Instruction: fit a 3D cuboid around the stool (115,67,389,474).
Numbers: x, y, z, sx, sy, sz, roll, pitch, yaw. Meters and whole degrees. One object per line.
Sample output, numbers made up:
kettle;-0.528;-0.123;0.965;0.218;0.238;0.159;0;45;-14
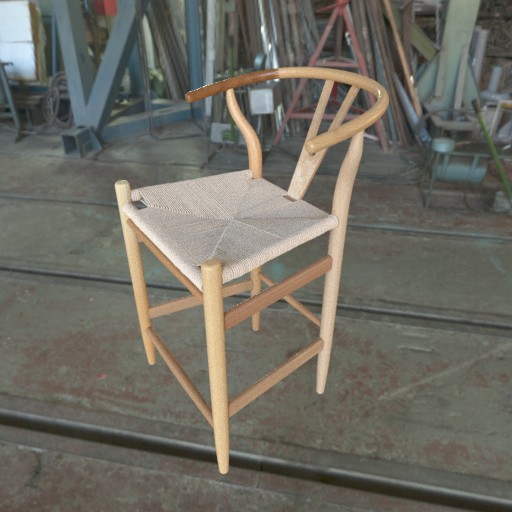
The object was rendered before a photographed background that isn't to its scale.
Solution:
stool;0.000;0.000;1.246;0.575;0.923;0.536;-20;37;-29
